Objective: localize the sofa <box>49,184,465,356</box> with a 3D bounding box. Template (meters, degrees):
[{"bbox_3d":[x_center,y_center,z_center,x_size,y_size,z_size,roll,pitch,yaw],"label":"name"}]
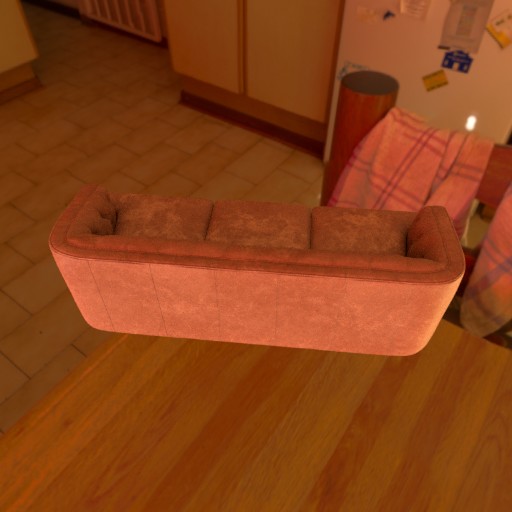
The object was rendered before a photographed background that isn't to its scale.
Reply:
[{"bbox_3d":[0.000,0.000,2.720,2.257,0.791,0.922,4,47,4],"label":"sofa"}]
